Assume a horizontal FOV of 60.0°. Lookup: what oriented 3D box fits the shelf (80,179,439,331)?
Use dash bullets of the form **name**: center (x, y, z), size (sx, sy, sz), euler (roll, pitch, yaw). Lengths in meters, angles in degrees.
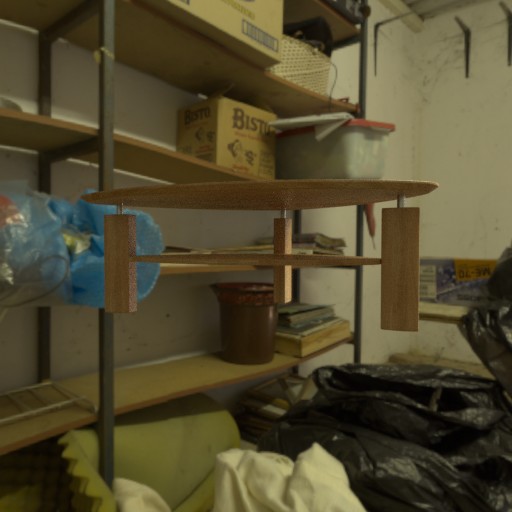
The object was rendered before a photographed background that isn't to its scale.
- **shelf**: center (0.000, 0.000, 1.656), size (1.240, 0.439, 0.863), euler (1, 2, 19)
